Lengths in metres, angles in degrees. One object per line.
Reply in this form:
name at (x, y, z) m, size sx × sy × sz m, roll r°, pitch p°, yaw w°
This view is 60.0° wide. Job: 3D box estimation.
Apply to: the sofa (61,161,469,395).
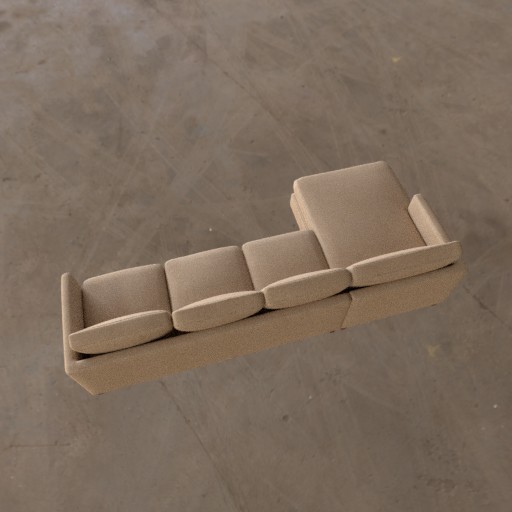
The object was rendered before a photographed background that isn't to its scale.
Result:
sofa at (0.000, 0.000, 3.902) m, size 3.201 × 0.876 × 1.502 m, roll -13°, pitch 59°, yaw -8°
